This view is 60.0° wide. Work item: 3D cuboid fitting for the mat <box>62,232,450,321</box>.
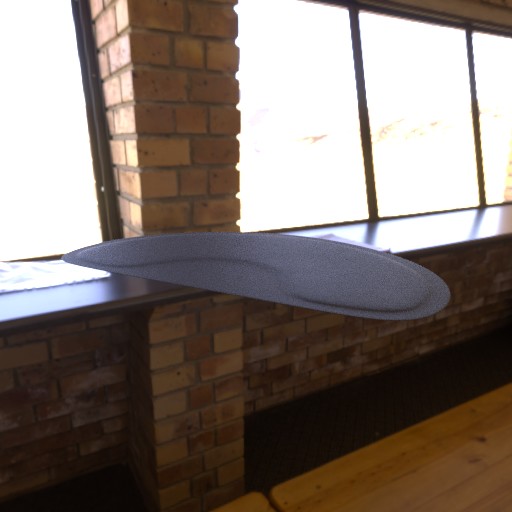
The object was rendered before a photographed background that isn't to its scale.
[{"bbox_3d":[0.000,0.000,1.842,1.524,0.013,0.913,8,16,27],"label":"mat"}]
